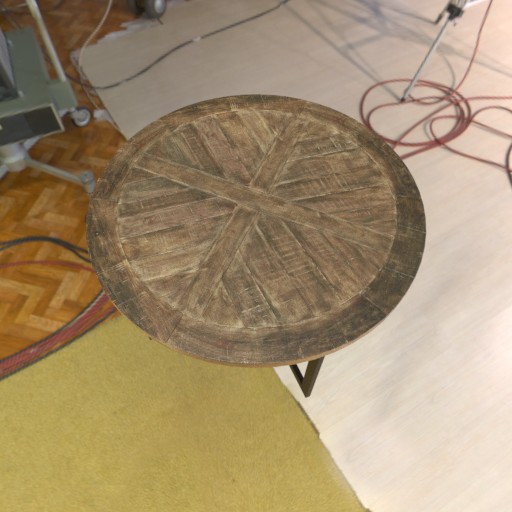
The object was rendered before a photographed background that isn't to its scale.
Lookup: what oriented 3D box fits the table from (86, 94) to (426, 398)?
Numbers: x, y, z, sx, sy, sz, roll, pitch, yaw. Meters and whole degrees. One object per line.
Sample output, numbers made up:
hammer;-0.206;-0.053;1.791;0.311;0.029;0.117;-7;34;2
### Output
table;0.000;0.000;1.997;1.264;0.762;1.264;0;57;0
